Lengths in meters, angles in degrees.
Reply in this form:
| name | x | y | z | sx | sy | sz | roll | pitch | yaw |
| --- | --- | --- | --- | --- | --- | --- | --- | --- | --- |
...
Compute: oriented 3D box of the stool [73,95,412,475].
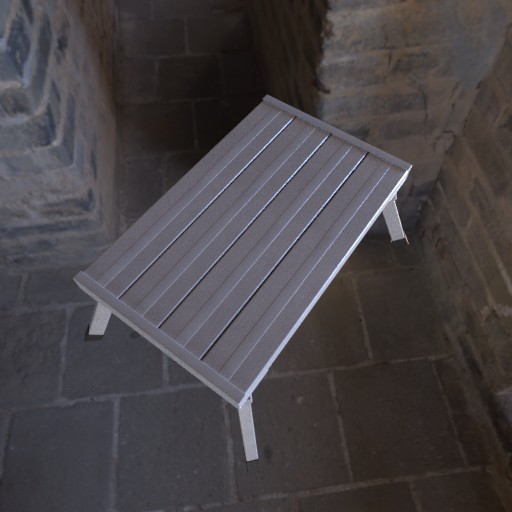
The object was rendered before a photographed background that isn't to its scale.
| name | x | y | z | sx | sy | sz | roll | pitch | yaw |
| --- | --- | --- | --- | --- | --- | --- | --- | --- | --- |
| stool | 0.000 | 0.000 | 0.745 | 0.385 | 0.225 | 0.535 | 32 | 64 | 17 |
